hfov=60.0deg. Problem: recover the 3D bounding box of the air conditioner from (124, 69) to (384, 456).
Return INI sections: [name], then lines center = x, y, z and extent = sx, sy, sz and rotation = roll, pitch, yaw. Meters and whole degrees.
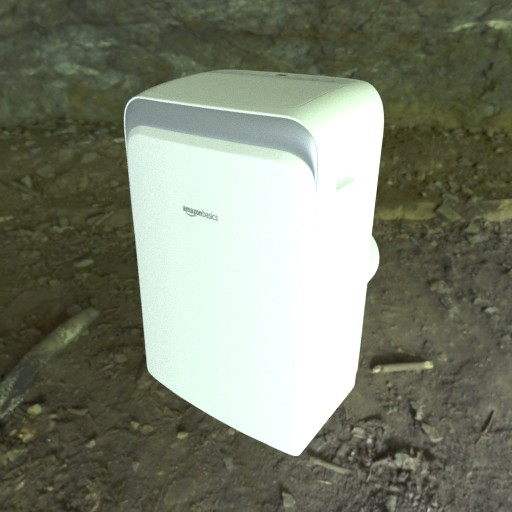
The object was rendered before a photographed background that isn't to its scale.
[air conditioner]
center = 0.000, 0.000, 0.940
extent = 0.454, 0.700, 0.365
rotation = 18, 33, 30
